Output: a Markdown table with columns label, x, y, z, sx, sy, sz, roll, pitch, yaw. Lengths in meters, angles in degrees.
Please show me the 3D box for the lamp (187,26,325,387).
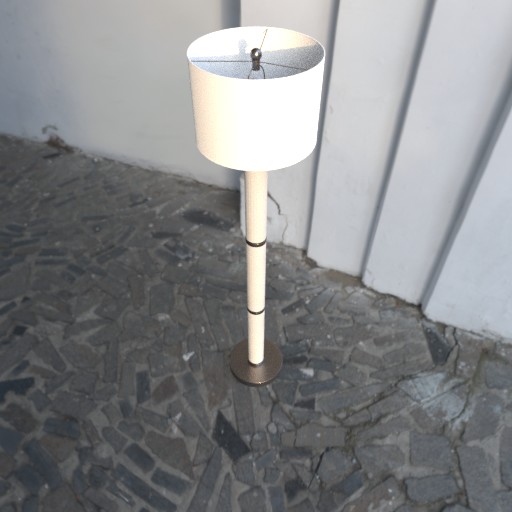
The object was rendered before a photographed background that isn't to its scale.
| label | x | y | z | sx | sy | sz | roll | pitch | yaw |
| --- | --- | --- | --- | --- | --- | --- | --- | --- | --- |
| lamp | 0.000 | 0.000 | 1.768 | 0.377 | 1.599 | 0.377 | 31 | 53 | 27 |
